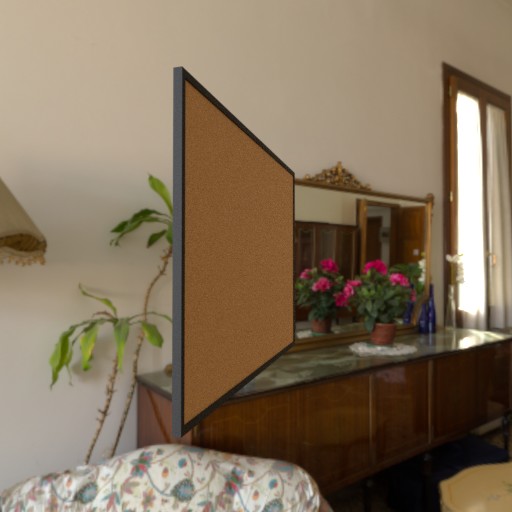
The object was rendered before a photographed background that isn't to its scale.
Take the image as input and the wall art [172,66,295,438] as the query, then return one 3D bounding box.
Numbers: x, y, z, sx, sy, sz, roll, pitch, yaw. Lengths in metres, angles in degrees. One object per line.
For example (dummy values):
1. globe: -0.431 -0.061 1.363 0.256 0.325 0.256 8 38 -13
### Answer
1. wall art: 0.000 0.000 0.866 0.013 0.458 0.664 0 -1 17
